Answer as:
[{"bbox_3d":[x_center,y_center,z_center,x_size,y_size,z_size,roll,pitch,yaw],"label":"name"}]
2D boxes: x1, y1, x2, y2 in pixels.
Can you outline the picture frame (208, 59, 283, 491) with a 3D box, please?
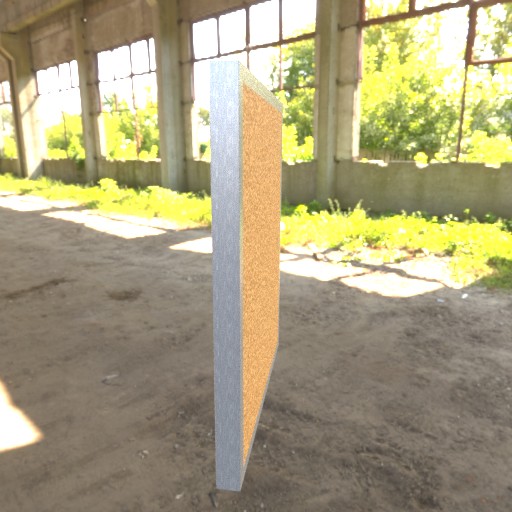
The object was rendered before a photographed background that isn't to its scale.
[{"bbox_3d":[0.000,0.000,0.532,0.027,0.378,0.327,2,14,9],"label":"picture frame"}]
